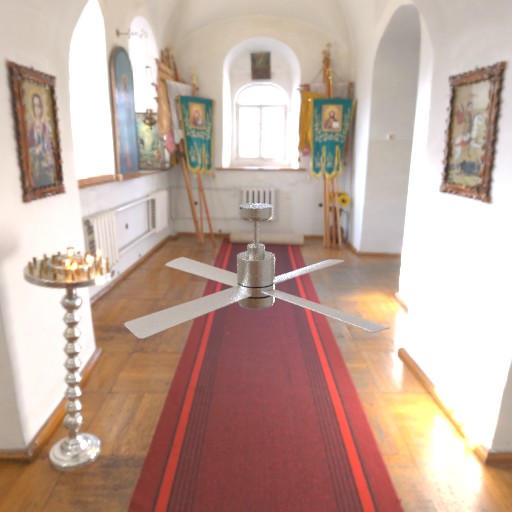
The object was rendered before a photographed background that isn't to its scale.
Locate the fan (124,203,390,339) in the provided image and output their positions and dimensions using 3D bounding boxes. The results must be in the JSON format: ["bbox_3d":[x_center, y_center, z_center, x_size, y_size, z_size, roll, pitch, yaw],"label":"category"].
[{"bbox_3d":[0.000,0.000,2.363,1.525,0.539,1.525,15,22,43],"label":"fan"}]
